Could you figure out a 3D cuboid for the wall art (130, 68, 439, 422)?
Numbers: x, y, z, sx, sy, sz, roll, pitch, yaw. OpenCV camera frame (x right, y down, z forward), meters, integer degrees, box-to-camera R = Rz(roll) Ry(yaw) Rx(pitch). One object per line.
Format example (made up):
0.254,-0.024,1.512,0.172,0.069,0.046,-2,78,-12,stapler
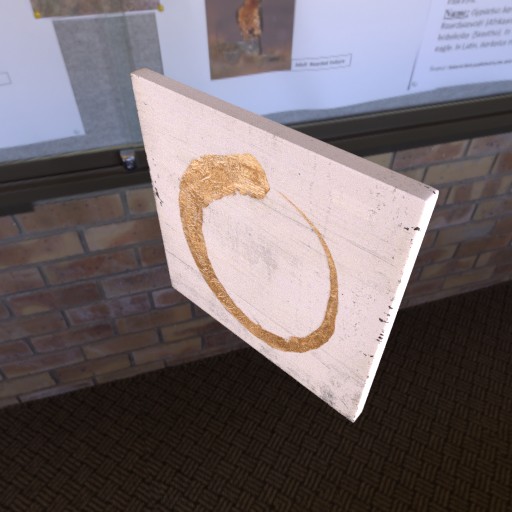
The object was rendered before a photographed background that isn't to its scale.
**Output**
0.000,0.000,0.922,0.610,0.611,0.040,32,52,28,wall art
